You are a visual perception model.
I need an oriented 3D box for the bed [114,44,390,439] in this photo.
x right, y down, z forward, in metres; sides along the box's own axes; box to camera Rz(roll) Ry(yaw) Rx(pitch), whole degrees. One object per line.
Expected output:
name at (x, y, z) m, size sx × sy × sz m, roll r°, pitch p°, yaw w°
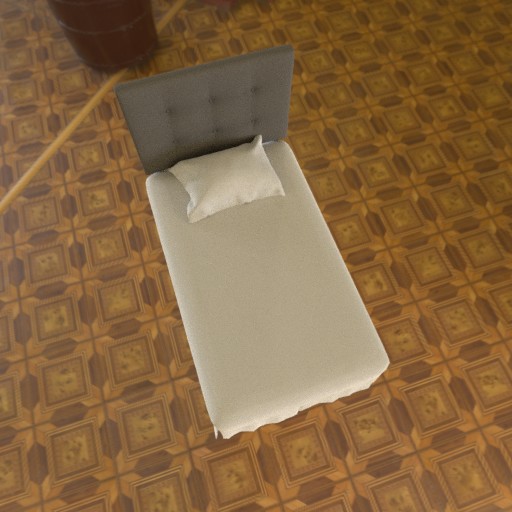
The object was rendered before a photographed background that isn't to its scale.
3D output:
bed at (0.000, 0.000, 3.006) m, size 1.261 × 1.571 × 1.997 m, roll -17°, pitch 66°, yaw -8°
